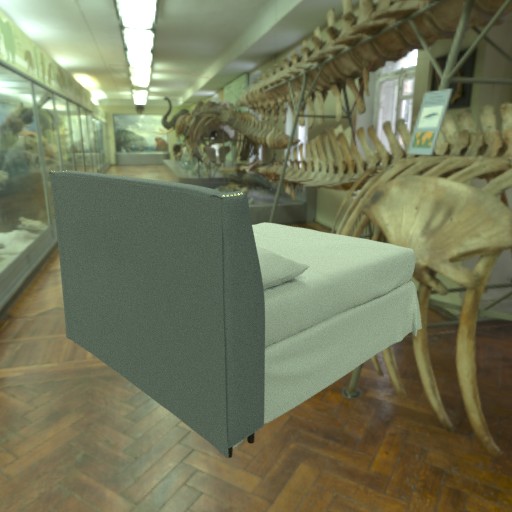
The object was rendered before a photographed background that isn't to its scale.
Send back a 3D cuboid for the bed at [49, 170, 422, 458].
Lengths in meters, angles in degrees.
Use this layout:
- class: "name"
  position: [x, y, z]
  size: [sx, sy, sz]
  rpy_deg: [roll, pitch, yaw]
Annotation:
- class: "bed"
  position: [0.000, 0.000, 3.400]
  size: [2.276, 1.332, 1.925]
  rpy_deg: [-14, 21, -43]
